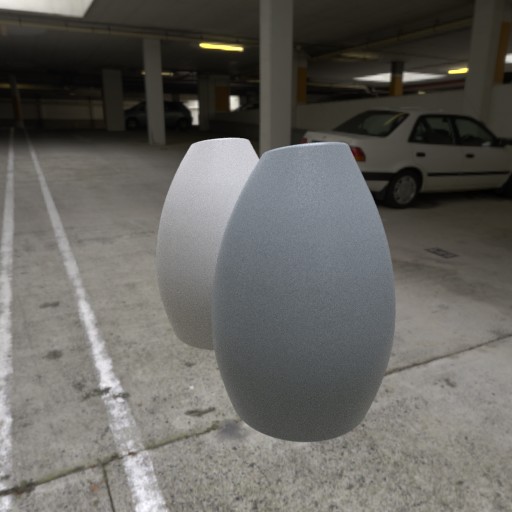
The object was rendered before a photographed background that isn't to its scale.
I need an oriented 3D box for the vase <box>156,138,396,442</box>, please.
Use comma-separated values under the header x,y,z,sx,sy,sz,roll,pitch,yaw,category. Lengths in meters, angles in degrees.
x,y,z,sx,sy,sz,roll,pitch,yaw,category
0.000,0.000,0.257,0.089,0.131,0.187,-8,18,-26,vase
